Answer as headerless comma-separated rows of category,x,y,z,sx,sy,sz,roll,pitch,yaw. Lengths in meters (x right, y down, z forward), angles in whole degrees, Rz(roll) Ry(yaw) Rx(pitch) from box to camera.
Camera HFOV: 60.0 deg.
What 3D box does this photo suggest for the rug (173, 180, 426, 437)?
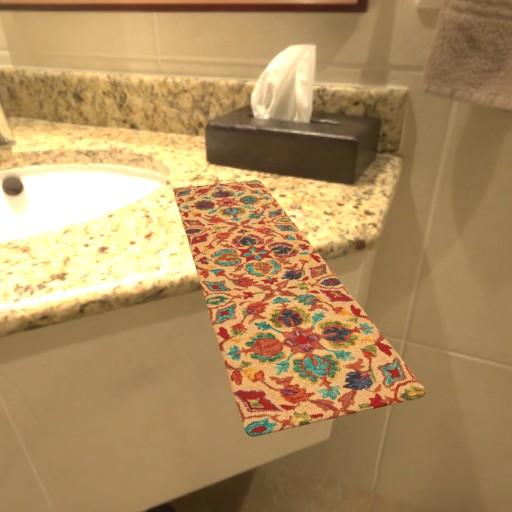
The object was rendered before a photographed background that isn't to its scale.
rug,0.000,0.000,2.486,0.693,0.016,2.273,-8,31,-13
